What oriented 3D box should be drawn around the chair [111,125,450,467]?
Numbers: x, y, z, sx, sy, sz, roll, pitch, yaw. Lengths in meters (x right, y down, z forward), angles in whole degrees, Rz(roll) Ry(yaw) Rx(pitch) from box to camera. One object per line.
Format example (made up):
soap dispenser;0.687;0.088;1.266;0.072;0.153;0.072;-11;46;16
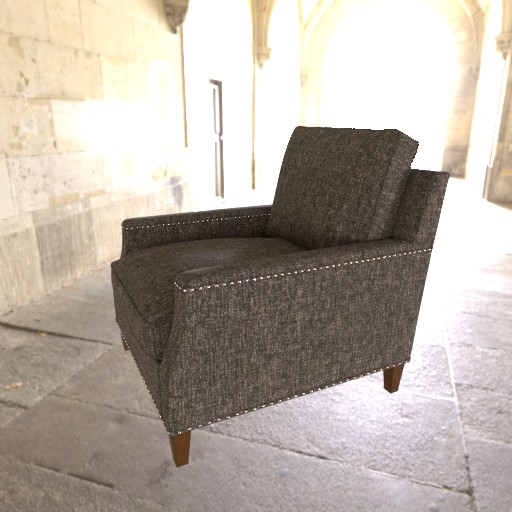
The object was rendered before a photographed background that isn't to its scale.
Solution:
chair;0.000;0.000;1.686;1.014;0.943;0.853;-8;19;-25
